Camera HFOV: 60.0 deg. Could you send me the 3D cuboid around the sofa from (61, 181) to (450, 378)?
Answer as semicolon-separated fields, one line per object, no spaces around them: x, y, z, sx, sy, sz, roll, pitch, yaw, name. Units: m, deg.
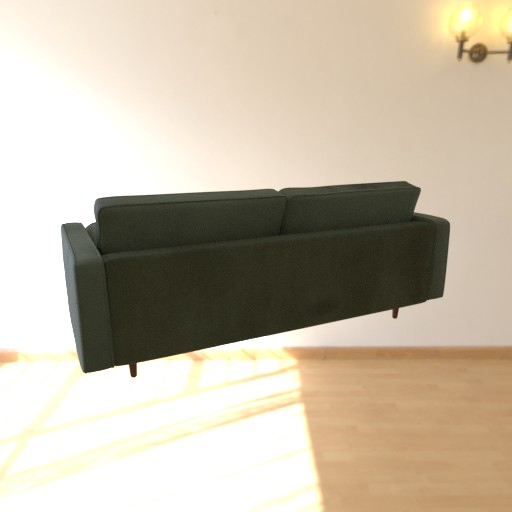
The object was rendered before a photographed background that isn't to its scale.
0.000;0.000;2.369;1.880;0.772;0.916;-7;16;-25;sofa
